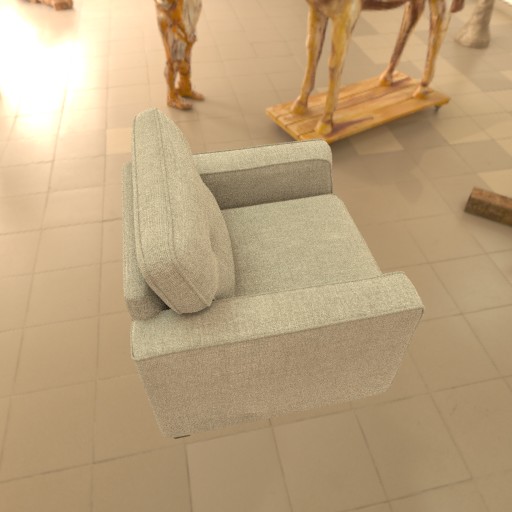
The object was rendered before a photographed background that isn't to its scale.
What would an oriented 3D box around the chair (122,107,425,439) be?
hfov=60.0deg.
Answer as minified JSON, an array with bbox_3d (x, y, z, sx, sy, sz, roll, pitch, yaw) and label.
[{"bbox_3d":[0.000,0.000,1.768,0.939,0.965,1.015,-9,47,-8],"label":"chair"}]
